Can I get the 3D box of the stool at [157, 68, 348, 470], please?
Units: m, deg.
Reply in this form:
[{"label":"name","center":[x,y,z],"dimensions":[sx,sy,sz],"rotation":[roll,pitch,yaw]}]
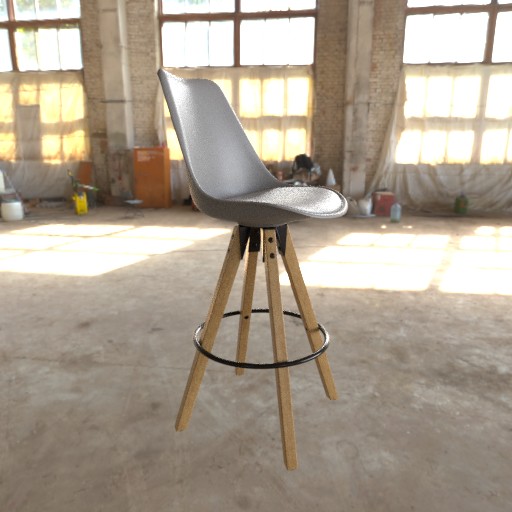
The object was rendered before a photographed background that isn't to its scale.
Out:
[{"label":"stool","center":[0.000,0.000,1.414],"dimensions":[0.550,1.115,0.485],"rotation":[7,16,26]}]
